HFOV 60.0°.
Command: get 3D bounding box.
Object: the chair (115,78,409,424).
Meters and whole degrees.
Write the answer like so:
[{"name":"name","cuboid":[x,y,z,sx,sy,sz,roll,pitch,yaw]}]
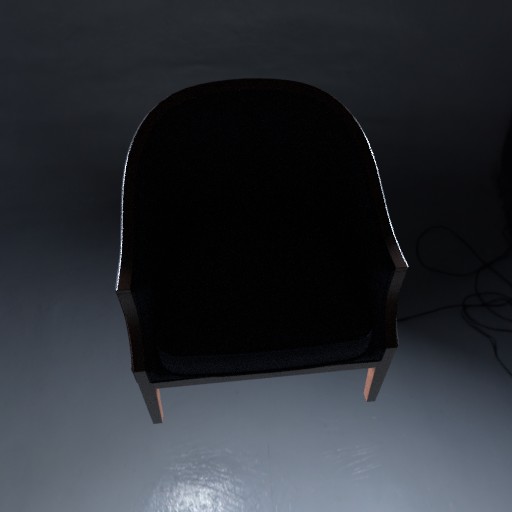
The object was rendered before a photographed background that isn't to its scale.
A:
[{"name":"chair","cuboid":[0.000,0.000,1.455,0.803,0.876,0.735,-4,46,-4]}]
